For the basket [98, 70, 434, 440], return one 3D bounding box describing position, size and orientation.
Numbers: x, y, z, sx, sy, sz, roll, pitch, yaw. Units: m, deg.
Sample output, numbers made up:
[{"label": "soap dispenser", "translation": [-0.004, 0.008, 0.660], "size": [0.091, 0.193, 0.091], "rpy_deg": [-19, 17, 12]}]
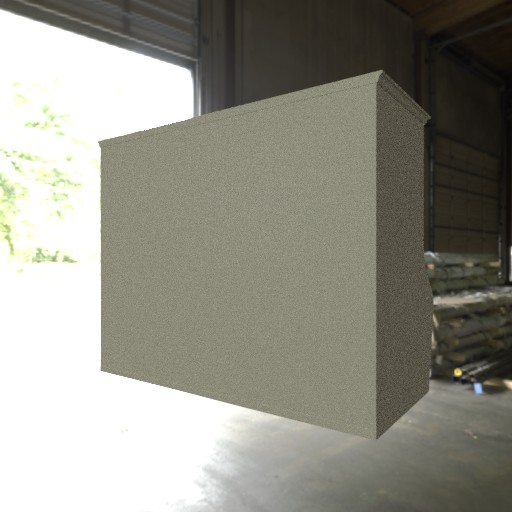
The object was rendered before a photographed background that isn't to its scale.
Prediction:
[{"label": "basket", "translation": [0.000, 0.000, 1.128], "size": [0.792, 0.625, 0.376], "rpy_deg": [0, 0, 36]}]
